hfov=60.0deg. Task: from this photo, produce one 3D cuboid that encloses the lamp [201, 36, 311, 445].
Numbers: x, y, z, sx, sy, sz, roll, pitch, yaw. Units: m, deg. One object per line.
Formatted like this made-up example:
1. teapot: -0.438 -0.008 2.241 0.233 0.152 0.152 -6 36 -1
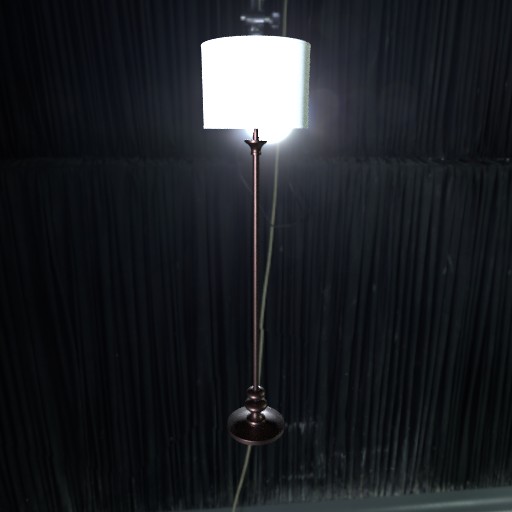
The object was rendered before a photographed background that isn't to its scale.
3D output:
1. lamp: 0.000 0.000 1.658 0.356 1.487 0.356 -3 16 -10
